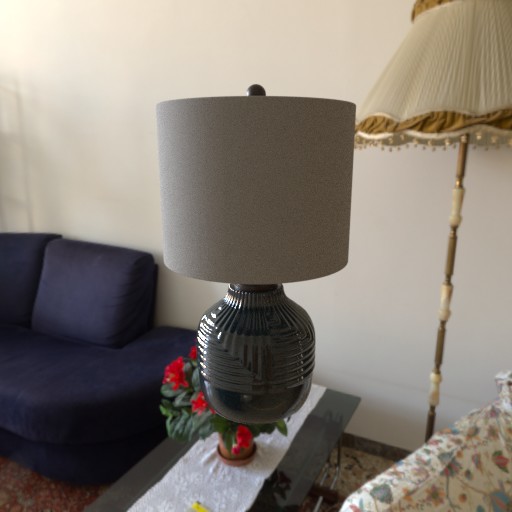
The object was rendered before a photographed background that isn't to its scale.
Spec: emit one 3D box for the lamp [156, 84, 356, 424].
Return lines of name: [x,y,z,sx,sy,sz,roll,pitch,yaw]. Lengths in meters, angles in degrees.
lamp: [0.000,0.000,0.778,0.318,0.567,0.318,0,14,0]
